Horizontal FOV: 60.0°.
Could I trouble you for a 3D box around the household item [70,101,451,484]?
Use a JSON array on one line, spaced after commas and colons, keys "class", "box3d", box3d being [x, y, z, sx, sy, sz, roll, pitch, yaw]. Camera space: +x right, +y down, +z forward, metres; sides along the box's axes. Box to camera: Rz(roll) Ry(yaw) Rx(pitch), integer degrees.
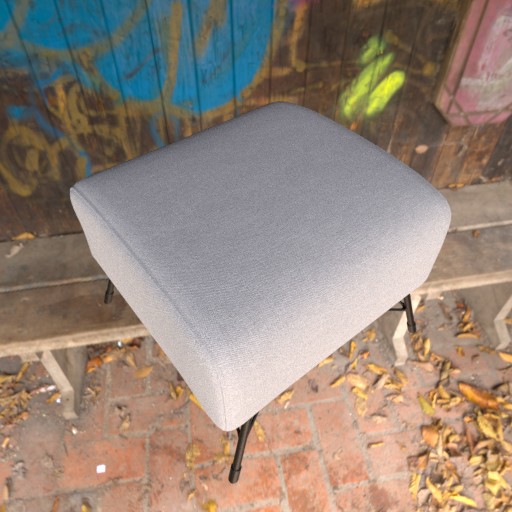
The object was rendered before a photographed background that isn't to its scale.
[{"class": "household item", "box3d": [0.000, 0.000, 0.898, 0.530, 0.410, 0.530, -30, 54, -25]}]
